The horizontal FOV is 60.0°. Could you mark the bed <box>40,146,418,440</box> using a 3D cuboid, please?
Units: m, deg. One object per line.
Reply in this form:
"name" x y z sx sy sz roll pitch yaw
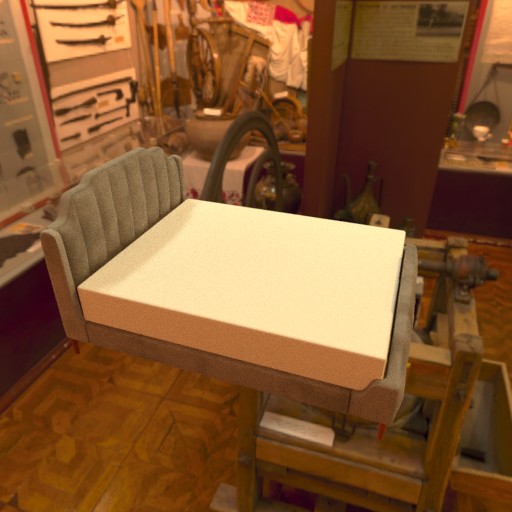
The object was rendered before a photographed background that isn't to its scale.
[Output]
"bed" 0.000 0.000 3.336 2.340 1.245 1.676 10 32 17
